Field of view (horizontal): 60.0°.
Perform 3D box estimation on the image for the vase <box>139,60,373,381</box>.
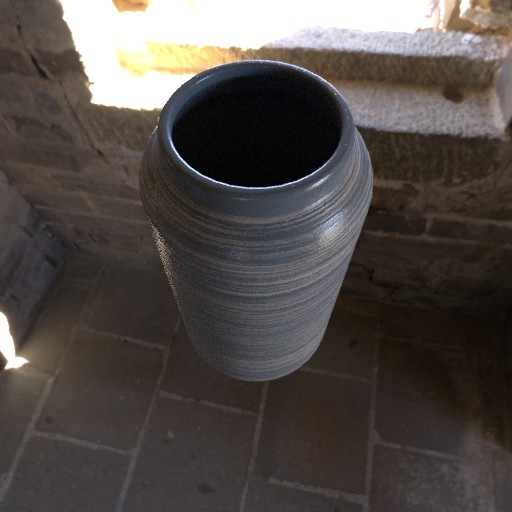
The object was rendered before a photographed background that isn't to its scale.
[{"bbox_3d":[0.000,0.000,0.291,0.116,0.230,0.116,0,59,0],"label":"vase"}]
